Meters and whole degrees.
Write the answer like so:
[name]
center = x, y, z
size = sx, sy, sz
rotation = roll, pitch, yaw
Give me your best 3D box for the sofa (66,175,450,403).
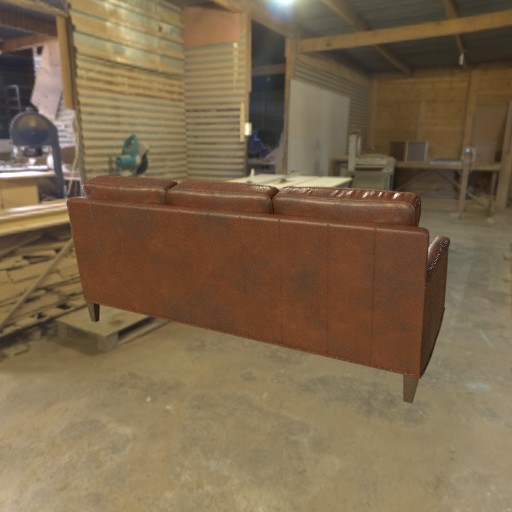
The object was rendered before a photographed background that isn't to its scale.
[sofa]
center = 0.000, 0.000, 2.845
size = 2.240, 1.003, 1.084
rotation = 8, 17, 27
